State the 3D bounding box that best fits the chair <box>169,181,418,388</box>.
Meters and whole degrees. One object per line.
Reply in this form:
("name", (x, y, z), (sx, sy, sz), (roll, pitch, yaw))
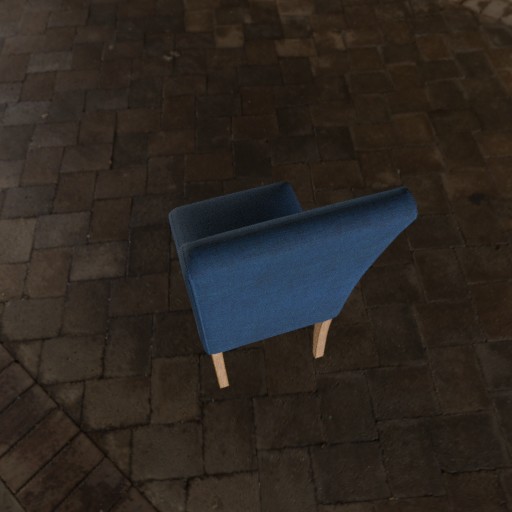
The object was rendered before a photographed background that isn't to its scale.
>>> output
("chair", (0.000, 0.000, 1.338), (0.450, 1.029, 0.610), (-15, 59, -9))
